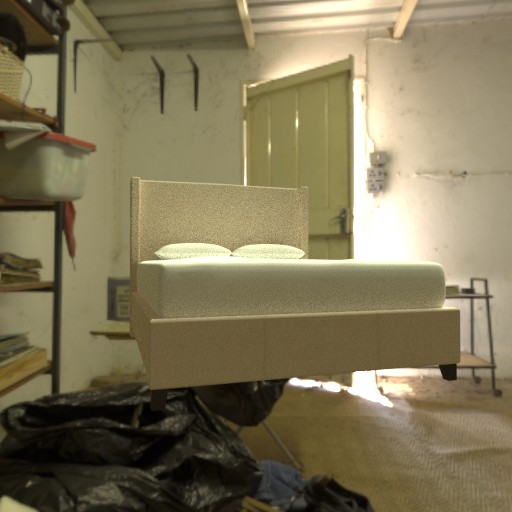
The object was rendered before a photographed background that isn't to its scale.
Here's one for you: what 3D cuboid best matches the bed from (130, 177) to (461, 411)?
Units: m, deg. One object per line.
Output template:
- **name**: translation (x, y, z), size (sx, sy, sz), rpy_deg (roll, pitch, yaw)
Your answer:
- **bed**: translation (0.000, 0.000, 3.399), size (1.778, 1.471, 2.293), rpy_deg (0, -1, -18)
